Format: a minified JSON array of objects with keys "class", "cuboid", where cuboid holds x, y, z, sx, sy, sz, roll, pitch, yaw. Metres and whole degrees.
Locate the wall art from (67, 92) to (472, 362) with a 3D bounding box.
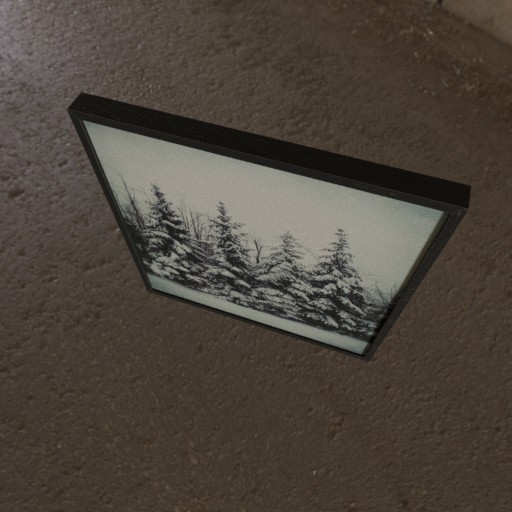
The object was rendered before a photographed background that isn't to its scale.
[{"class":"wall art","cuboid":[0.000,0.000,0.752,0.506,0.506,0.036,16,59,10]}]
